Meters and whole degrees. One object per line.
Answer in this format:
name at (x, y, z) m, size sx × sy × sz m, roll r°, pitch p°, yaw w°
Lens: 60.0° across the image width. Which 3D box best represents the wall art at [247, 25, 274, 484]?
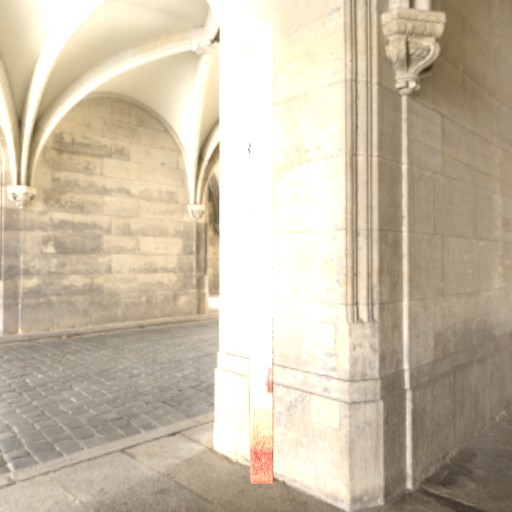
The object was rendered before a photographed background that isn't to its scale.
wall art at (0.000, 0.000, 1.115) m, size 0.042 × 0.760 × 0.760 m, roll 0°, pitch -1°, yaw -1°
